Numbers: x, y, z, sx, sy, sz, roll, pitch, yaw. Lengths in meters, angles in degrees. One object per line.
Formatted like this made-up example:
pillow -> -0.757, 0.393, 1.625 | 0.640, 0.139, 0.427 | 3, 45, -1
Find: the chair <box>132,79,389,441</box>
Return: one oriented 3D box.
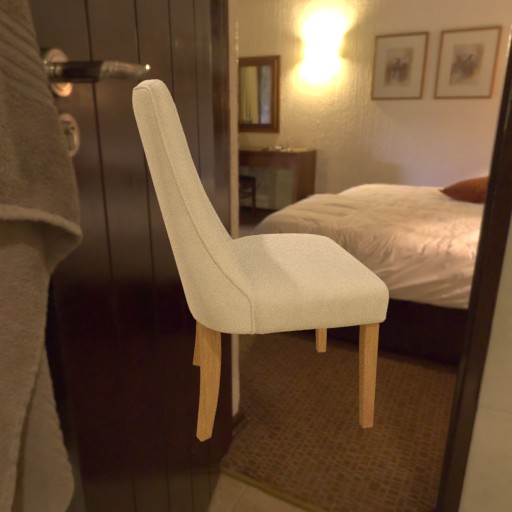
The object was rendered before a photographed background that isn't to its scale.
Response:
chair -> 0.000, 0.000, 1.265 | 0.610, 0.902, 0.495 | -3, 17, -9
